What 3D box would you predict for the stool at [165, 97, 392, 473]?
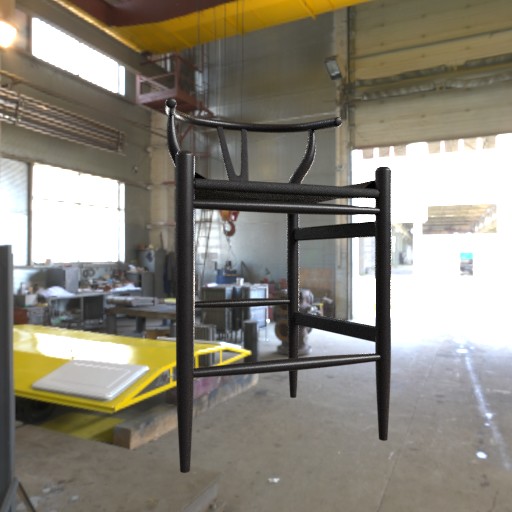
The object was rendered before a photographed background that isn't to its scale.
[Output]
[{"bbox_3d":[0.000,0.000,1.341,0.569,0.970,0.579,0,0,-19],"label":"stool"}]
